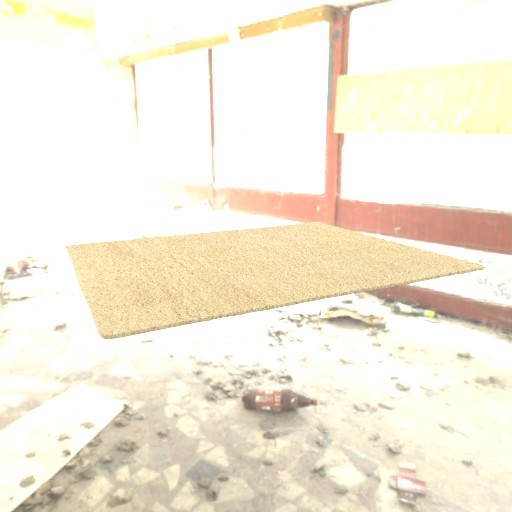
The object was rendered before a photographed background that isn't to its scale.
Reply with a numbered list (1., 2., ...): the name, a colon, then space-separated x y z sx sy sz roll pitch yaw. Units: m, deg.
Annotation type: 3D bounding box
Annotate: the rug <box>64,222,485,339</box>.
1. rug: 0.000 0.000 3.959 3.001 0.025 2.401 -7 16 -26
